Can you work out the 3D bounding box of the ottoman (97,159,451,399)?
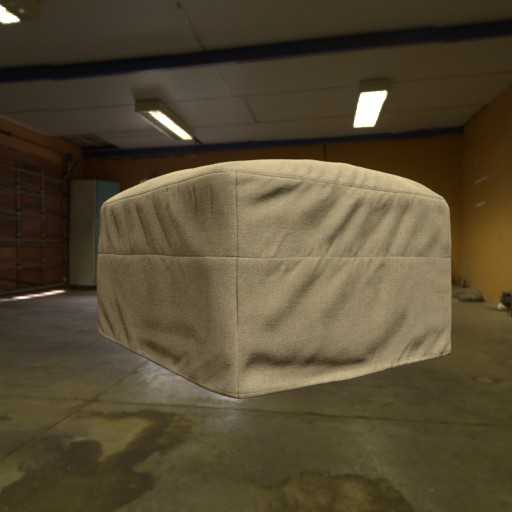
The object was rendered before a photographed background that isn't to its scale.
[{"bbox_3d":[0.000,0.000,1.246,0.683,0.481,0.837,-1,1,-36],"label":"ottoman"}]
